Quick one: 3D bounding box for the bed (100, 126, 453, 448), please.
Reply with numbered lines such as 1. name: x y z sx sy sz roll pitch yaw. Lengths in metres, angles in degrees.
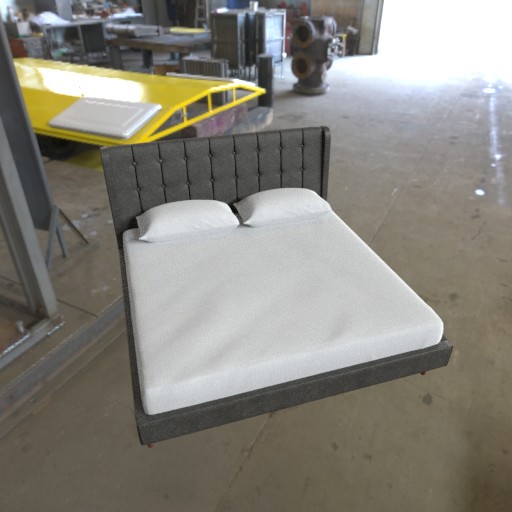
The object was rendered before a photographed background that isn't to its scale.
1. bed: 0.000 0.000 3.158 1.903 1.158 2.031 -10 34 -15
